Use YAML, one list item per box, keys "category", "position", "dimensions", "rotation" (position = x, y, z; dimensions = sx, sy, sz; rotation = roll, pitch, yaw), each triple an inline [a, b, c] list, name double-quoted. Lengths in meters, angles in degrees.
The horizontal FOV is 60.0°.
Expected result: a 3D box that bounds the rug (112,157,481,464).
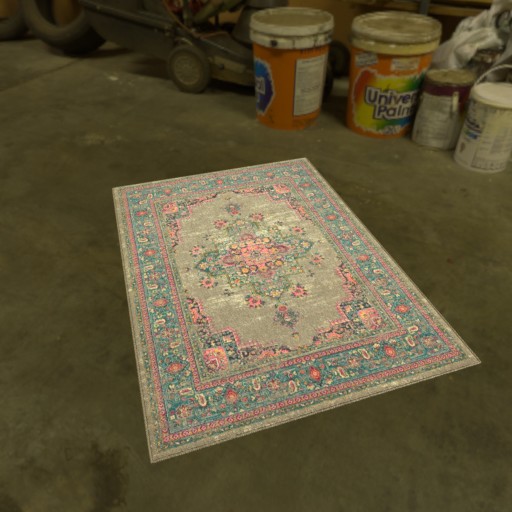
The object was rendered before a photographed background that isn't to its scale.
- category: "rug"
  position: [0.000, 0.000, 2.779]
  dimensions: [1.609, 0.013, 2.214]
  rotation: [-12, 42, -14]
